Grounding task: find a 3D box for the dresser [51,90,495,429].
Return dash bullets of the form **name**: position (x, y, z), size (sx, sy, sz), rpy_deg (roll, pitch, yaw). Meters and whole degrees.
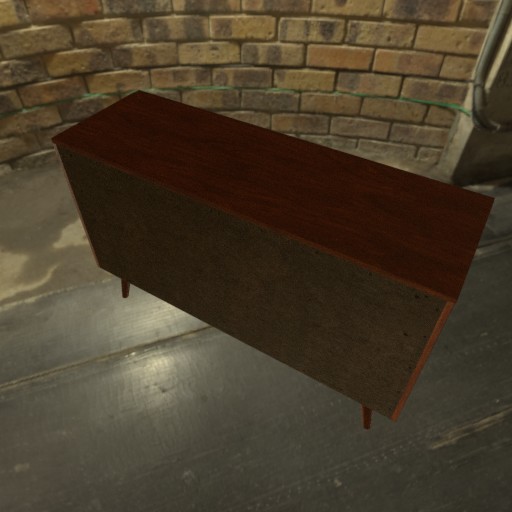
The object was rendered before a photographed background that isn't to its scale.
- **dresser**: position (0.000, 0.000, 1.831), size (1.472, 0.889, 0.500), rpy_deg (23, 49, 22)
